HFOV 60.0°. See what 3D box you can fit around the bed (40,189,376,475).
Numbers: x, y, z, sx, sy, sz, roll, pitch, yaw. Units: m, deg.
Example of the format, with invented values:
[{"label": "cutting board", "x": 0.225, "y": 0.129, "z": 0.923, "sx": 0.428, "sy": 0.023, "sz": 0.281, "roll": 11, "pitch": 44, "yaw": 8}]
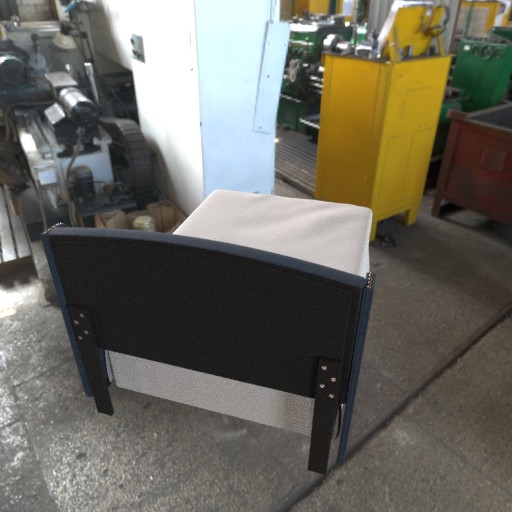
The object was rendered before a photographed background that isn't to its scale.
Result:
[{"label": "bed", "x": 0.000, "y": 0.000, "z": 3.312, "sx": 1.710, "sy": 1.407, "sz": 2.237, "roll": 9, "pitch": 33, "yaw": 14}]
